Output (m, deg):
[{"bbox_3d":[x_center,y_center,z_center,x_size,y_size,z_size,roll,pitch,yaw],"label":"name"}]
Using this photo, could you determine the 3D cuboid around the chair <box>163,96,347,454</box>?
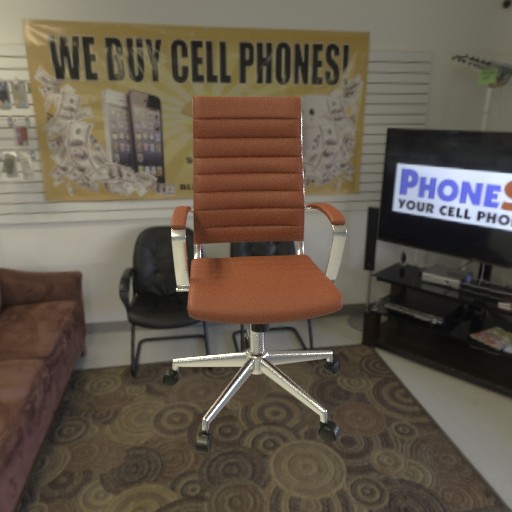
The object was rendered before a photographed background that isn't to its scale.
[{"bbox_3d":[0.000,0.000,1.661,0.766,1.149,0.739,-2,18,-6],"label":"chair"}]
